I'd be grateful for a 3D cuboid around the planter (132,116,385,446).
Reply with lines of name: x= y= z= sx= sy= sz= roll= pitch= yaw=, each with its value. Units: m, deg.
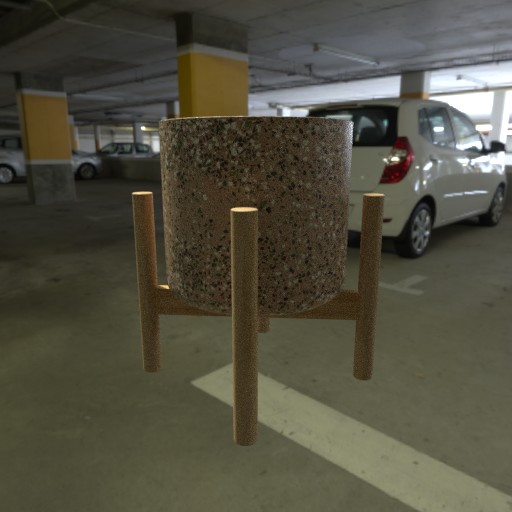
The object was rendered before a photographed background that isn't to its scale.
planter: x=0.000 y=0.000 z=0.556 sx=0.284 sy=0.320 sz=0.284 roll=7 pitch=15 yaw=26
